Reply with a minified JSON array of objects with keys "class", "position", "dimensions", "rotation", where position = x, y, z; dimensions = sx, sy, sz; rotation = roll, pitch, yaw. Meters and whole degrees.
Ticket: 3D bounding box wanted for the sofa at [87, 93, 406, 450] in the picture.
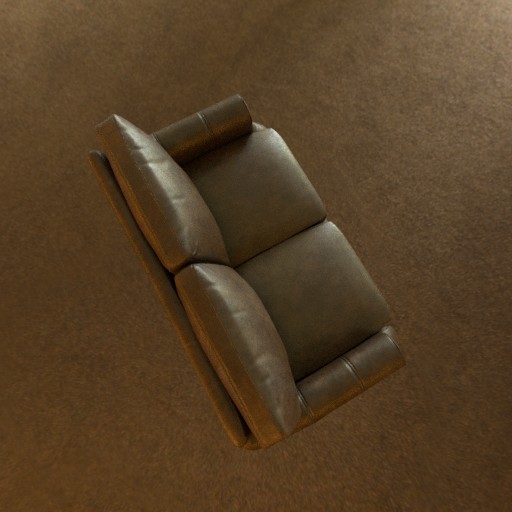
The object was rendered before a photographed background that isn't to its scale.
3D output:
[{"class":"sofa","position":[0.000,0.000,2.229],"dimensions":[0.990,0.976,1.616],"rotation":[-29,78,-7]}]
